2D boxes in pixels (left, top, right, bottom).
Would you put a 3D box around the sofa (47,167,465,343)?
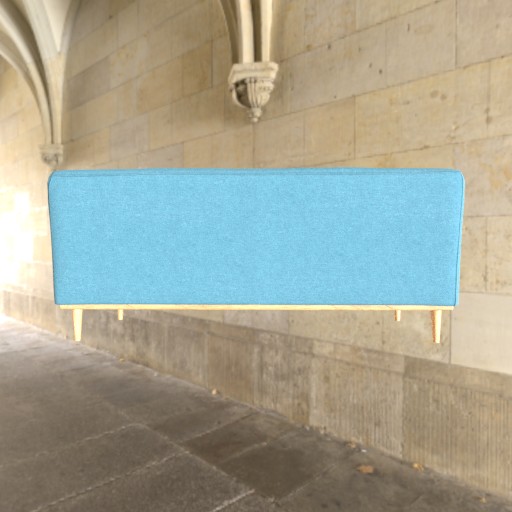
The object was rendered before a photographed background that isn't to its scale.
[{"bbox_3d":[0.000,0.000,2.587,2.057,0.871,0.978,0,1,1],"label":"sofa"}]
